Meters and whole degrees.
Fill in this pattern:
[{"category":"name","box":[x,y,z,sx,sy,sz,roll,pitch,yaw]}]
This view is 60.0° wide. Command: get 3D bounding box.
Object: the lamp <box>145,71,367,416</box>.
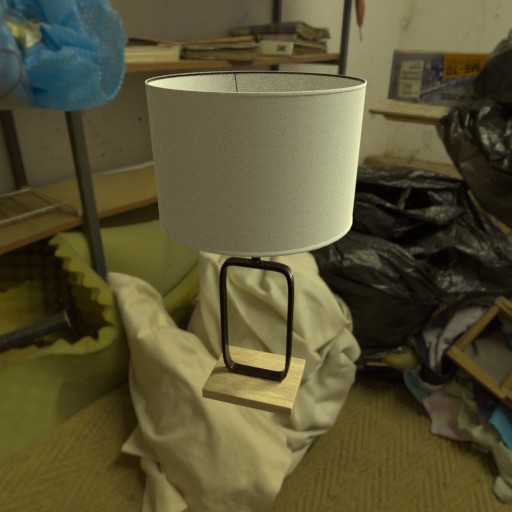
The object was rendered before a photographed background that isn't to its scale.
[{"category":"lamp","box":[0.000,0.000,0.684,0.279,0.508,0.279,7,28,14]}]
